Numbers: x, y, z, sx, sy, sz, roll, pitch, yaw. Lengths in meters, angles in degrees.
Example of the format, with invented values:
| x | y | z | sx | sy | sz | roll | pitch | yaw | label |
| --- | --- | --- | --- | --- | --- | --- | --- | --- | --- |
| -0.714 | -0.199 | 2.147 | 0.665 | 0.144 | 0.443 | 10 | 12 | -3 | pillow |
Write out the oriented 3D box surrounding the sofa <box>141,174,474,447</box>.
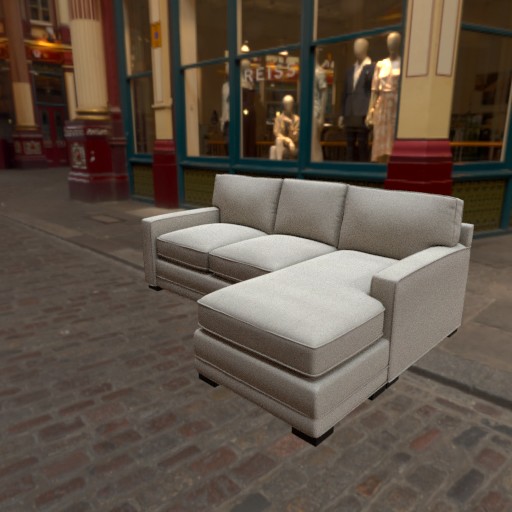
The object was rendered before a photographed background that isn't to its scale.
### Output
| x | y | z | sx | sy | sz | roll | pitch | yaw | label |
| --- | --- | --- | --- | --- | --- | --- | --- | --- | --- |
| 0.000 | 0.000 | 2.806 | 2.087 | 0.861 | 1.496 | 15 | 21 | 42 | sofa |
